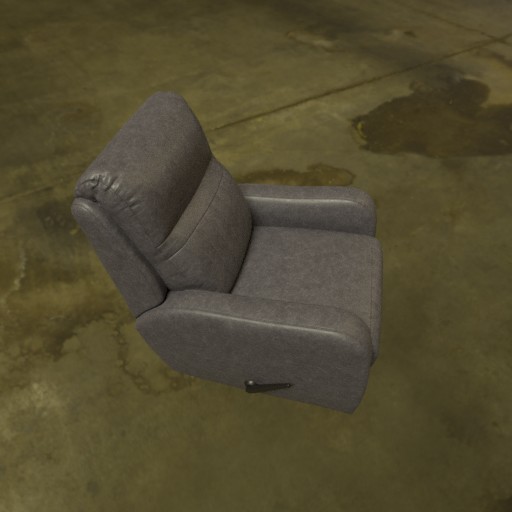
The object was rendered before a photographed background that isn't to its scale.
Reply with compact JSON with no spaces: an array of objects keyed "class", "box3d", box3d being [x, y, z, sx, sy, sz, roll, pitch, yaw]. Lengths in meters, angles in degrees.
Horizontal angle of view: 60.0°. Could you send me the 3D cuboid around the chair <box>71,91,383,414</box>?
[{"class":"chair","box3d":[0.000,0.000,1.816,1.067,1.067,0.865,9,47,9]}]
